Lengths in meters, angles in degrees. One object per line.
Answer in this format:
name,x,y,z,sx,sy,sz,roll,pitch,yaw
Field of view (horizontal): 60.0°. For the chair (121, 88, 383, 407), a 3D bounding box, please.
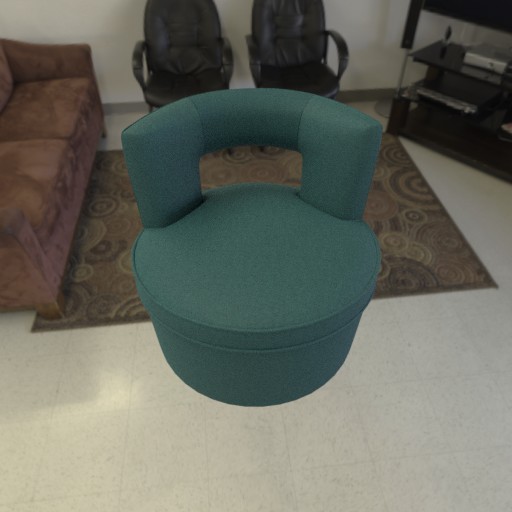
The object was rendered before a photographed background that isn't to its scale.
chair,0.000,0.000,1.263,0.684,0.711,0.660,-3,45,-3
